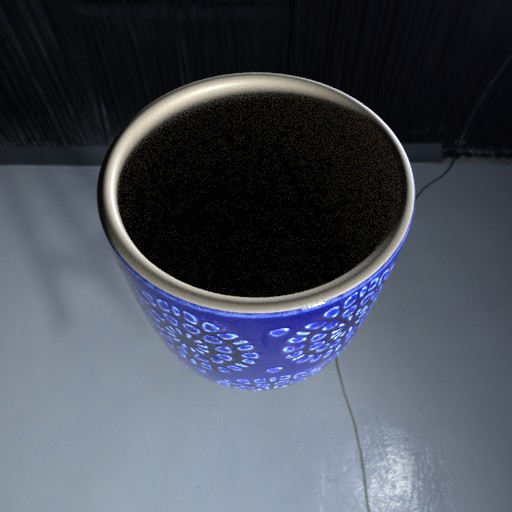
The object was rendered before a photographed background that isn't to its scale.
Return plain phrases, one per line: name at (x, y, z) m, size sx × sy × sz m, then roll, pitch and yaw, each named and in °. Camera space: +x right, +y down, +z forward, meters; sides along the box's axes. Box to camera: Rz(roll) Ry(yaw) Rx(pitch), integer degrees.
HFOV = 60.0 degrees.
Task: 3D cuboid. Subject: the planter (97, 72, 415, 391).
planter at (0.000, 0.000, 0.198) m, size 0.109 × 0.112 × 0.109 m, roll 0°, pitch 58°, yaw 0°
